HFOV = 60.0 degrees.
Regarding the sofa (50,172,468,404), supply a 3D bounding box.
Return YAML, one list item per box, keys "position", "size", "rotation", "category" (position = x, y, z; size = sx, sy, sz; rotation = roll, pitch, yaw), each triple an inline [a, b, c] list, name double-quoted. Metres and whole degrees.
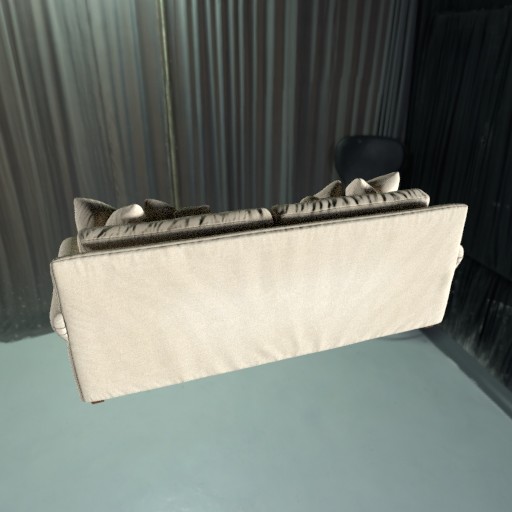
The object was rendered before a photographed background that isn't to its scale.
- position: [0.000, 0.000, 2.744]
  size: [2.285, 0.904, 1.067]
  rotation: [-9, 27, -17]
  category: "sofa"
